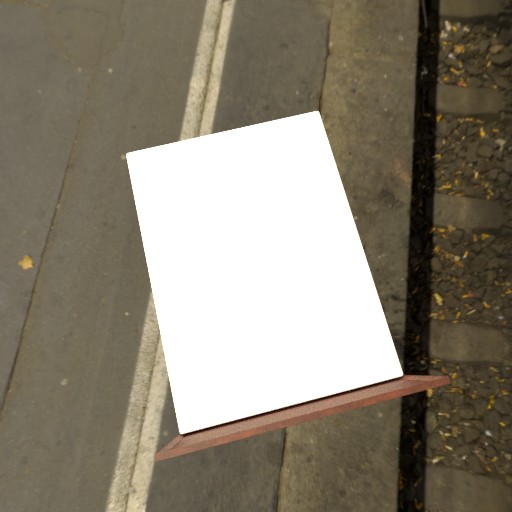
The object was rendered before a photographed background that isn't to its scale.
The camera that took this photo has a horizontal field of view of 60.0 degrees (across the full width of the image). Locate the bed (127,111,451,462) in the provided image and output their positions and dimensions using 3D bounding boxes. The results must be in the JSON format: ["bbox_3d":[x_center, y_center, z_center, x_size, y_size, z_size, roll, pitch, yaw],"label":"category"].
[{"bbox_3d":[0.000,0.000,3.197,1.600,1.270,2.184,-14,76,-3],"label":"bed"}]
